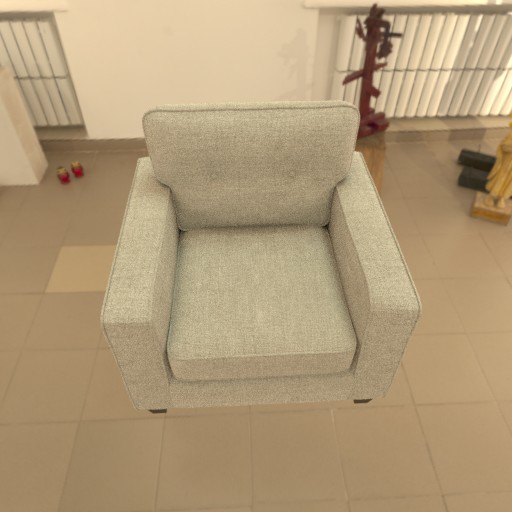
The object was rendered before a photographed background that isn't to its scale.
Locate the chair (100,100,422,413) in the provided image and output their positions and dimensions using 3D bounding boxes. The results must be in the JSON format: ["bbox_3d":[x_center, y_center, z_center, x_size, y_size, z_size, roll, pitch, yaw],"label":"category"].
[{"bbox_3d":[0.000,0.000,1.768,1.015,0.965,0.939,-2,45,-2],"label":"chair"}]
